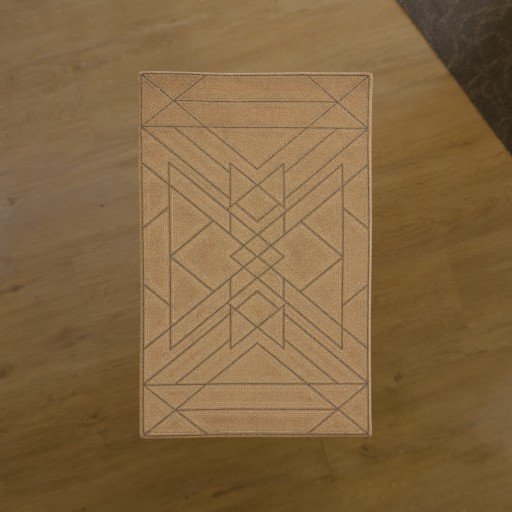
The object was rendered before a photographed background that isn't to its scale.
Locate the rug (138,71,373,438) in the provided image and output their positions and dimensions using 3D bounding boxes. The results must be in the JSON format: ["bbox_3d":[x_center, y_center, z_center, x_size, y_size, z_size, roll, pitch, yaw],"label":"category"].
[{"bbox_3d":[0.000,0.000,2.984,1.575,0.023,2.459,0,91,-1],"label":"rug"}]
